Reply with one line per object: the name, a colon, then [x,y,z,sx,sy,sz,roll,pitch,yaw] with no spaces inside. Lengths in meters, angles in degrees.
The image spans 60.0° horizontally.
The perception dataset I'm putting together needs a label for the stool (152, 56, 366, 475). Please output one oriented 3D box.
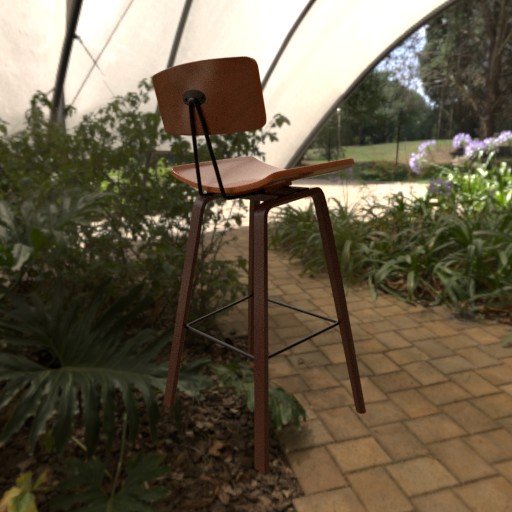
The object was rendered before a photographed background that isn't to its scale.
stool: [0.000,0.000,1.260,0.440,0.969,0.509,-13,19,-43]
